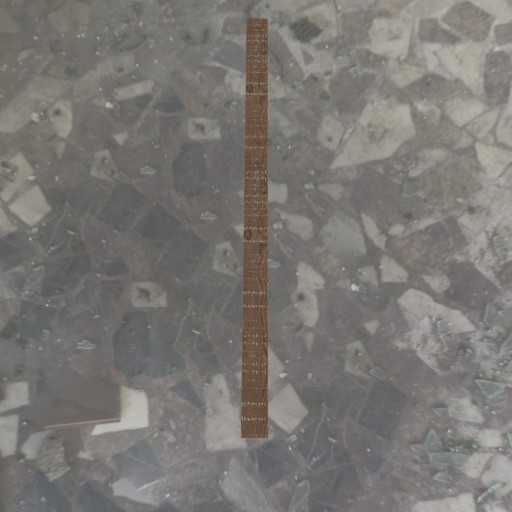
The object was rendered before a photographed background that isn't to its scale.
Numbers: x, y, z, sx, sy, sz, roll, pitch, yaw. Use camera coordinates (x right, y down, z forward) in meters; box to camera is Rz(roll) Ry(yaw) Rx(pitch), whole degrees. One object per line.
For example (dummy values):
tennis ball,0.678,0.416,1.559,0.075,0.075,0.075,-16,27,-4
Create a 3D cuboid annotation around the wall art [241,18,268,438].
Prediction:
wall art,0.000,0.000,0.793,0.029,0.531,0.531,0,76,0
